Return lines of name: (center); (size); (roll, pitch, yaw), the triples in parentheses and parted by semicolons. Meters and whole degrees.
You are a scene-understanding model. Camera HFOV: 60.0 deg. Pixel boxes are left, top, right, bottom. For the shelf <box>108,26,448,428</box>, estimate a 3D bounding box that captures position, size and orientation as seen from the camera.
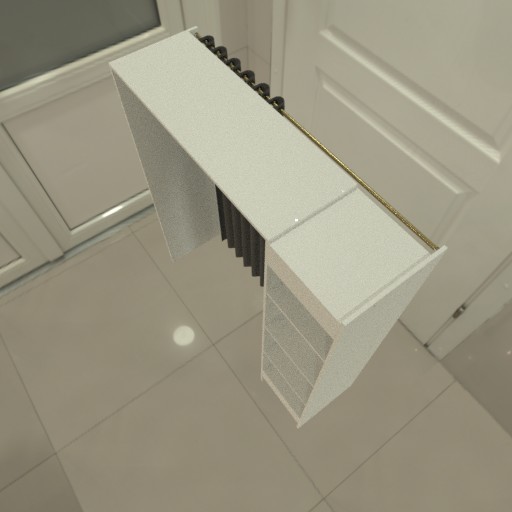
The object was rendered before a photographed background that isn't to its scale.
shelf: (0.000, 0.000, 2.555); (0.500, 1.810, 1.600); (-33, 64, -18)
